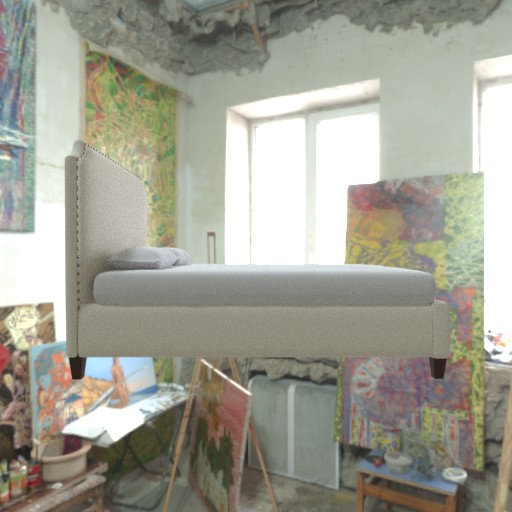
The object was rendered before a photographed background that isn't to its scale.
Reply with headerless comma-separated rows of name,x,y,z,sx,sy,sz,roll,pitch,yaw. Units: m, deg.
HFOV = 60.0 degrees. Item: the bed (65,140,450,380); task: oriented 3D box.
bed,0.000,0.000,3.524,2.372,1.497,1.712,0,1,0
